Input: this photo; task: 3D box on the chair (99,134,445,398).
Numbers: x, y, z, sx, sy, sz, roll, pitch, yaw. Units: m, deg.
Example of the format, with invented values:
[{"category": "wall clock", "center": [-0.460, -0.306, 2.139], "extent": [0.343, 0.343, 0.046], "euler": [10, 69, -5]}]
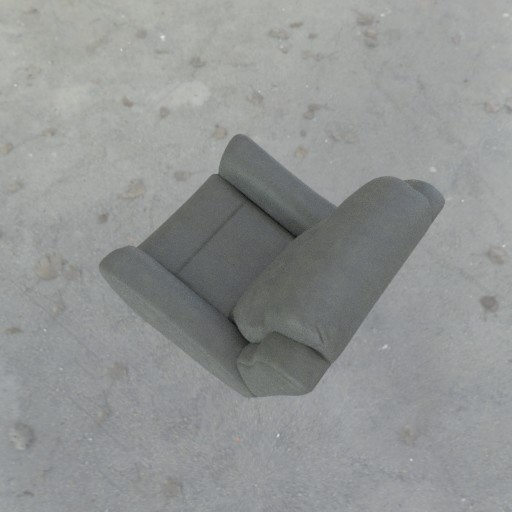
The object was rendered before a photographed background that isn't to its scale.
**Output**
[{"category": "chair", "center": [0.000, 0.000, 1.930], "extent": [1.068, 1.116, 0.967], "euler": [35, 68, 17]}]
